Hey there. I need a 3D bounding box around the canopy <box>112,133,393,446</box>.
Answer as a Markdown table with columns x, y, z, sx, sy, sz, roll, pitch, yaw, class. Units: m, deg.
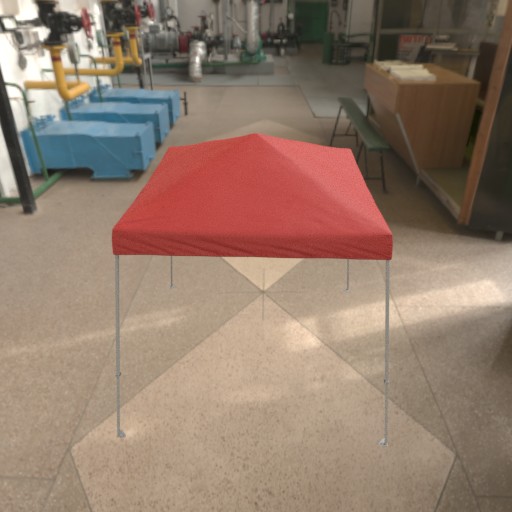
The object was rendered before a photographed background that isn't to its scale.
| x | y | z | sx | sy | sz | roll | pitch | yaw | class |
| --- | --- | --- | --- | --- | --- | --- | --- | --- | --- |
| 0.000 | 0.000 | 6.514 | 3.600 | 3.600 | 3.599 | 1 | 31 | 2 | canopy |
